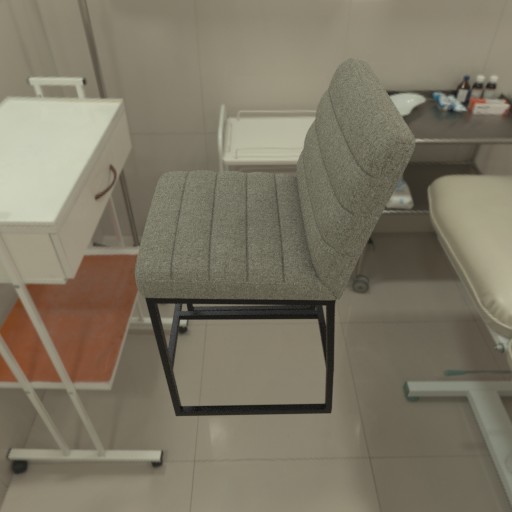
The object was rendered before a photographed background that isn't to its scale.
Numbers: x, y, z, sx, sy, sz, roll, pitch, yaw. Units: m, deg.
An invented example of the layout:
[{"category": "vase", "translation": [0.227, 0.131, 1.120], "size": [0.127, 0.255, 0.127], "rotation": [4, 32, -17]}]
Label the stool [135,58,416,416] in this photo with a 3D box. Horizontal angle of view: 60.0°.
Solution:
[{"category": "stool", "translation": [0.000, 0.000, 1.240], "size": [0.560, 0.940, 0.460], "rotation": [-1, 41, -1]}]
